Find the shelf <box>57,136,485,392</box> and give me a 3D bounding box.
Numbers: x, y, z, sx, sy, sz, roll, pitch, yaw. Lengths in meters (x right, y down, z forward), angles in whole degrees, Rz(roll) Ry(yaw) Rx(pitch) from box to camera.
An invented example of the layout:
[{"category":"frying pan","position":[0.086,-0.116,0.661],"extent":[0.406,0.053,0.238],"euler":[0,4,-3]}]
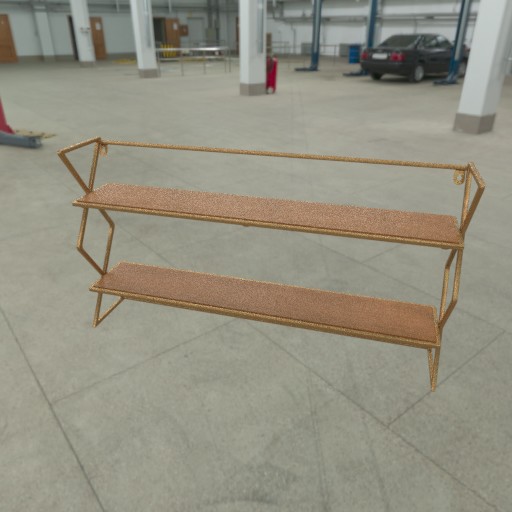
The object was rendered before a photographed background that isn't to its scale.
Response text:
[{"category":"shelf","position":[0.000,0.000,0.989],"extent":[0.822,0.450,0.150],"euler":[7,28,14]}]
